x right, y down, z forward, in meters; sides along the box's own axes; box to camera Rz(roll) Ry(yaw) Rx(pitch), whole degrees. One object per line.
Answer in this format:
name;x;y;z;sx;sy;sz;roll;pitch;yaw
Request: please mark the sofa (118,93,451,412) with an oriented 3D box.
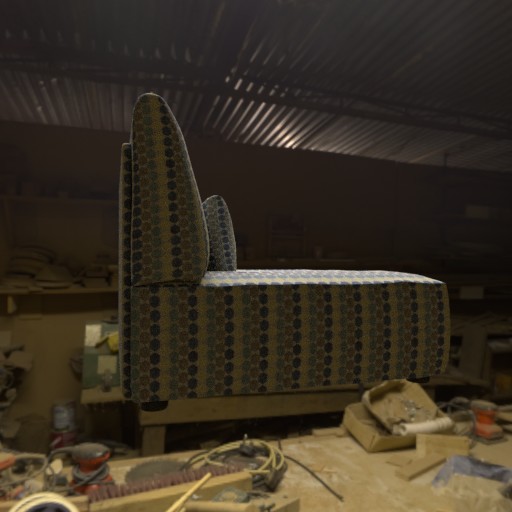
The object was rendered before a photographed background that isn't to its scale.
sofa;0.000;0.000;1.699;1.000;0.830;0.930;0;-1;-18
